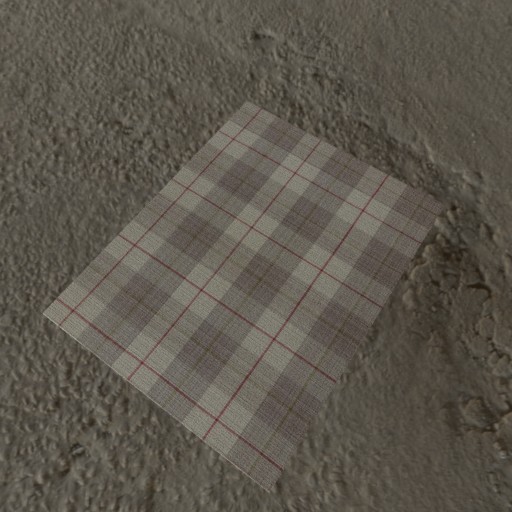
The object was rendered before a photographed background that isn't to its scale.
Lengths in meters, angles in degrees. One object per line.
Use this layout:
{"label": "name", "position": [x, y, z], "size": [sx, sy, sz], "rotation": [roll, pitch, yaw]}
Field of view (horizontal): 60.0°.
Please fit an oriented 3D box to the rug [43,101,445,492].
{"label": "rug", "position": [0.000, 0.000, 3.983], "size": [2.317, 0.016, 2.959], "rotation": [32, 68, 15]}
